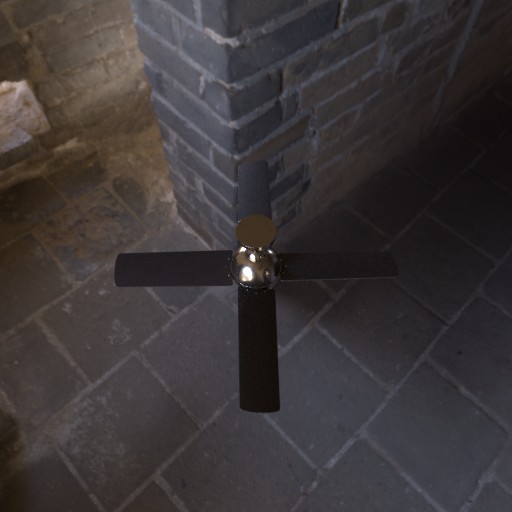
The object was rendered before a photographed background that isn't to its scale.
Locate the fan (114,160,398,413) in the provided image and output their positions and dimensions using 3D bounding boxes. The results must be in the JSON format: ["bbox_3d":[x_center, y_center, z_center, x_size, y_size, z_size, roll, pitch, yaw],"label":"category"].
[{"bbox_3d":[0.000,0.000,2.011,1.332,0.403,1.332,-1,59,-1],"label":"fan"}]
